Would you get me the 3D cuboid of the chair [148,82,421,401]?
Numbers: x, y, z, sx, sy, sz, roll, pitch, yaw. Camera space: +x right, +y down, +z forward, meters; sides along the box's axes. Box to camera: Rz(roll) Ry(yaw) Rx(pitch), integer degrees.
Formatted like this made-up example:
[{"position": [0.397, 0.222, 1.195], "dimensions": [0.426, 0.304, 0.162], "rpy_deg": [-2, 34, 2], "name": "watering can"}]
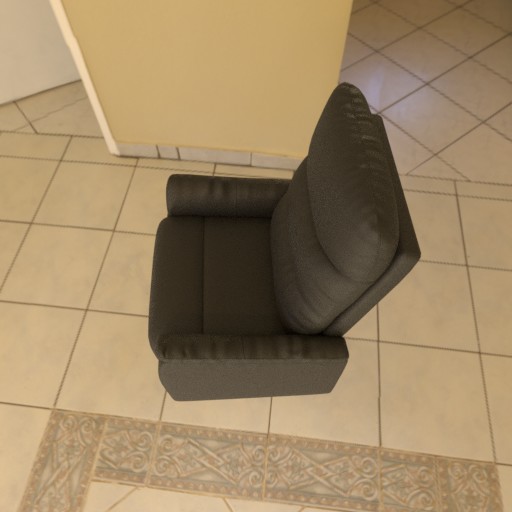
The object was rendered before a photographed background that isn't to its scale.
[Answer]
[{"position": [0.000, 0.000, 1.607], "dimensions": [0.831, 1.082, 0.775], "rpy_deg": [-3, 59, -2], "name": "chair"}]
